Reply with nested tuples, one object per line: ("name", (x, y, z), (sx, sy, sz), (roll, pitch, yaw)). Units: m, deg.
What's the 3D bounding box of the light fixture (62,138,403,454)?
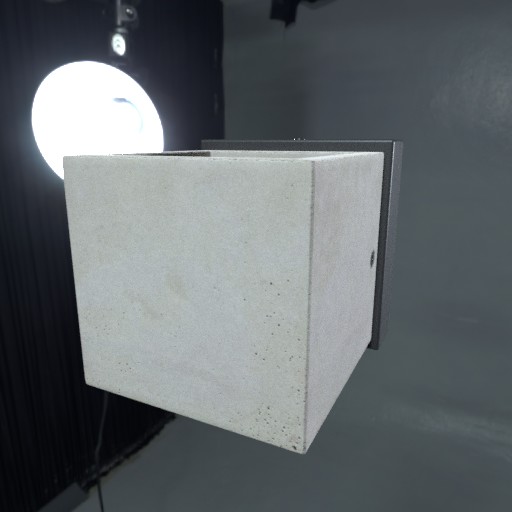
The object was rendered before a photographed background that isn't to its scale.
("light fixture", (0.000, 0.000, 0.237), (0.121, 0.121, 0.143), (7, 16, 26))
